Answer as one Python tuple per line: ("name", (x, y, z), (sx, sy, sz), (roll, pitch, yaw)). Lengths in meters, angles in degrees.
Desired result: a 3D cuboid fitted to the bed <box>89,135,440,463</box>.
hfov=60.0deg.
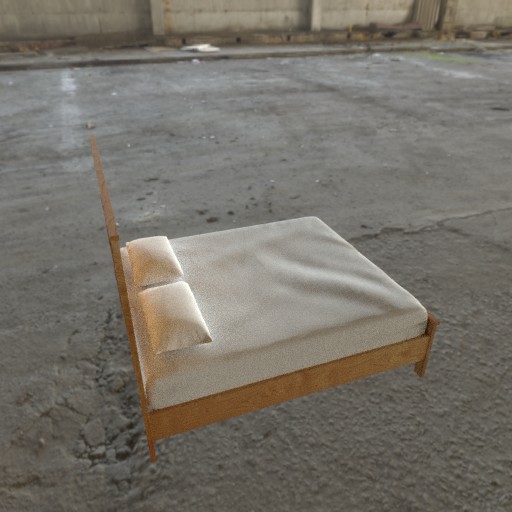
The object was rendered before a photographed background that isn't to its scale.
("bed", (0.000, 0.000, 3.610), (2.201, 1.686, 1.936), (-11, 31, -18))
